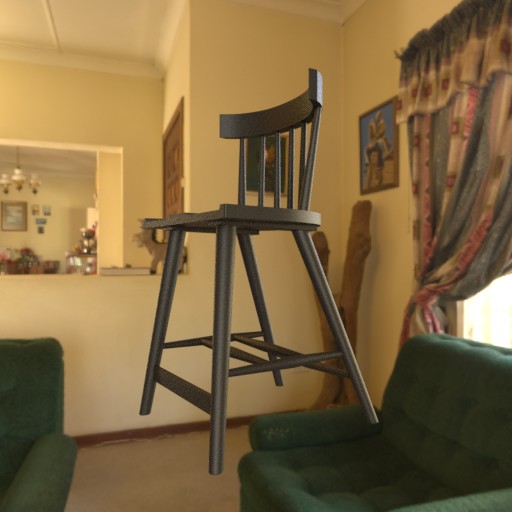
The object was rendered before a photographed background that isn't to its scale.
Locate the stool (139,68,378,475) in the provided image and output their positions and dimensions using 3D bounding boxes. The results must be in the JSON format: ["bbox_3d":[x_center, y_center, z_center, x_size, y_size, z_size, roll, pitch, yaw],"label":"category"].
[{"bbox_3d":[0.000,0.000,1.304,0.549,0.953,0.494,0,0,-35],"label":"stool"}]
